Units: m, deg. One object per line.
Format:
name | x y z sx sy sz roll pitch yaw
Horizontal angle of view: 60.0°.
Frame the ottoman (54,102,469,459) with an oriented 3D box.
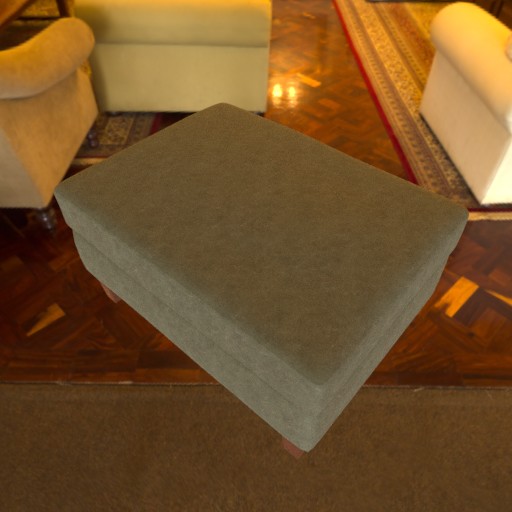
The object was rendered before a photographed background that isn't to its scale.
ottoman | 0.000 0.000 1.228 0.839 0.464 0.639 32 54 27
